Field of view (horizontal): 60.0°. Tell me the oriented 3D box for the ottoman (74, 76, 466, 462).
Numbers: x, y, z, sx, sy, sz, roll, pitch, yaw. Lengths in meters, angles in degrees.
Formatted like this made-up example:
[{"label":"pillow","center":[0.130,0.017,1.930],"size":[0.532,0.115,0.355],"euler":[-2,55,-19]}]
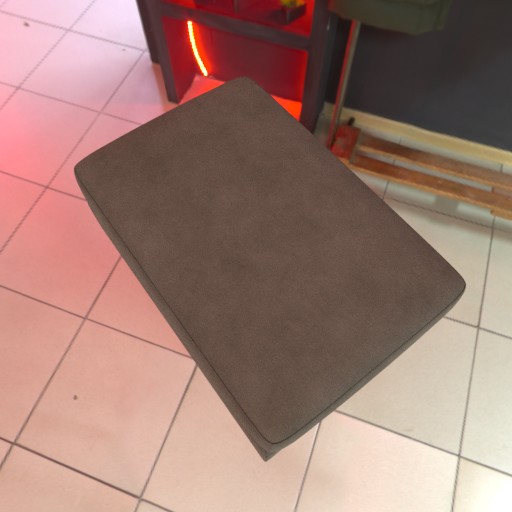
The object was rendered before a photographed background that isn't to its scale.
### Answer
[{"label":"ottoman","center":[0.000,0.000,1.209],"size":[0.584,0.483,0.864],"euler":[-34,68,-16]}]
